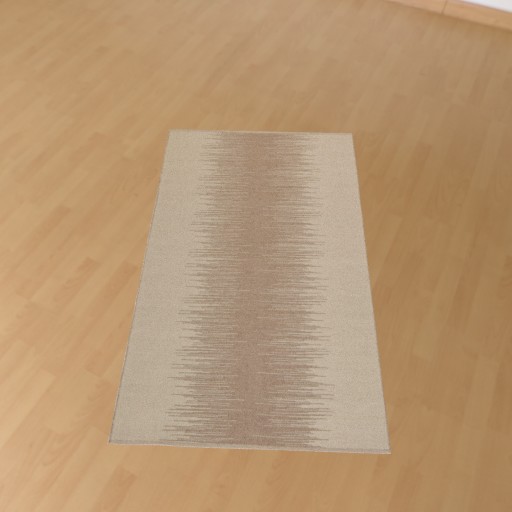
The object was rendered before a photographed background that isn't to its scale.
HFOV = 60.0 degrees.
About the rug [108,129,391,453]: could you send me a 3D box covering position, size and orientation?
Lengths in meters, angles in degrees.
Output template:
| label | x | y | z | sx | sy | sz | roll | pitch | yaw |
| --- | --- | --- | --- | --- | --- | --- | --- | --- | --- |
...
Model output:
| label | x | y | z | sx | sy | sz | roll | pitch | yaw |
| --- | --- | --- | --- | --- | --- | --- | --- | --- | --- |
| rug | 0.000 | 0.000 | 3.020 | 1.522 | 0.012 | 2.440 | 2 | 58 | 1 |
